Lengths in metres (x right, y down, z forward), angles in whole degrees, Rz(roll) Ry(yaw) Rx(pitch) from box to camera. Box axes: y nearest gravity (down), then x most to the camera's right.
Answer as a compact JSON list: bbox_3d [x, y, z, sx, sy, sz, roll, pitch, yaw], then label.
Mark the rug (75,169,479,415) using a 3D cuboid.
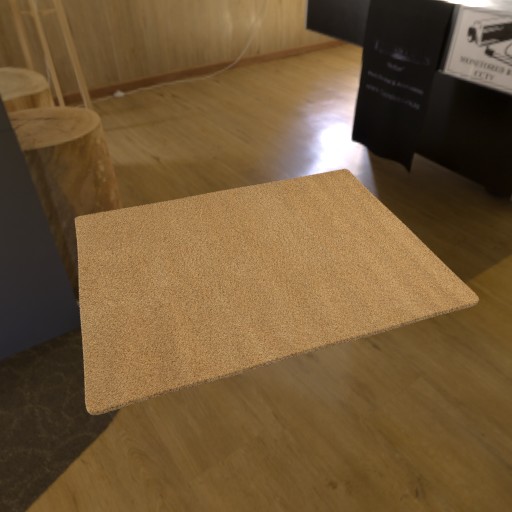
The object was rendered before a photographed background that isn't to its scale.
[{"bbox_3d":[0.000,0.000,2.100,1.600,0.025,1.199,-13,42,-15],"label":"rug"}]
